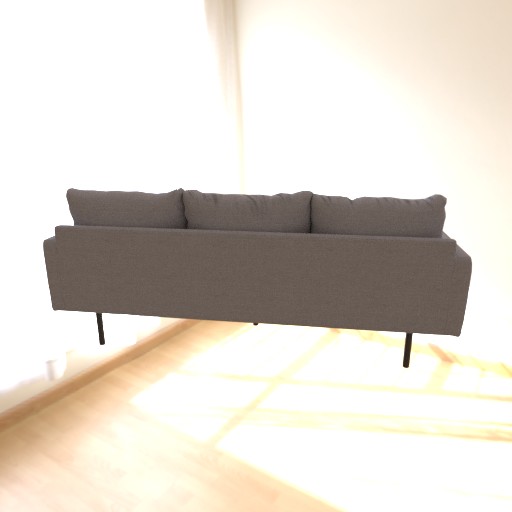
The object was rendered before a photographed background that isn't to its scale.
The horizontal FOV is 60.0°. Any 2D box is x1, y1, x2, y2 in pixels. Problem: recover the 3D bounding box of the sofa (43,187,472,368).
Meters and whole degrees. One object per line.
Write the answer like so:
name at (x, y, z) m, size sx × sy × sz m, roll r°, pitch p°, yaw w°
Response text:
sofa at (0.000, 0.000, 2.464) m, size 2.000 × 0.830 × 0.850 m, roll 2°, pitch 17°, yaw 8°
